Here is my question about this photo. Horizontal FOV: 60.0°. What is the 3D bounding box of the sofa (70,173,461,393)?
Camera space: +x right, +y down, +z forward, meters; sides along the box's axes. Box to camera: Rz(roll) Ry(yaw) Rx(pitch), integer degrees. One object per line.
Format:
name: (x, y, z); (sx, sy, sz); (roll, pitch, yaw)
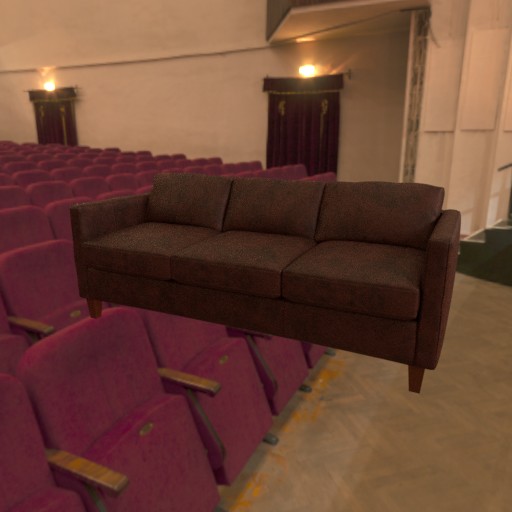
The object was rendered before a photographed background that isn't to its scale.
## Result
sofa: (0.000, 0.000, 3.004); (2.464, 1.006, 1.045); (7, 16, 25)
